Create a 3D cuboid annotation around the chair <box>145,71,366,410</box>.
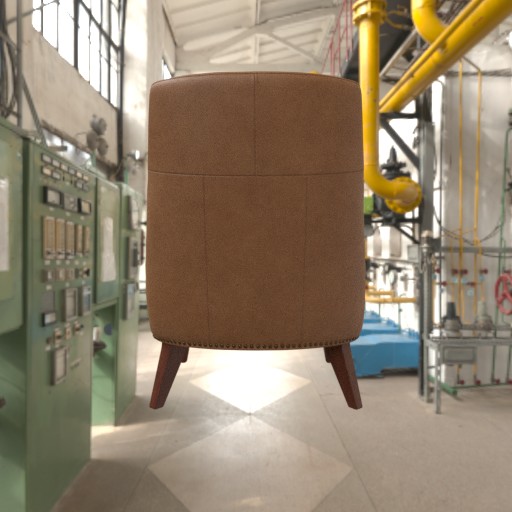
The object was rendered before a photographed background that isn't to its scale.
[{"bbox_3d":[0.000,0.000,1.493,0.701,0.909,0.861,0,0,0],"label":"chair"}]
